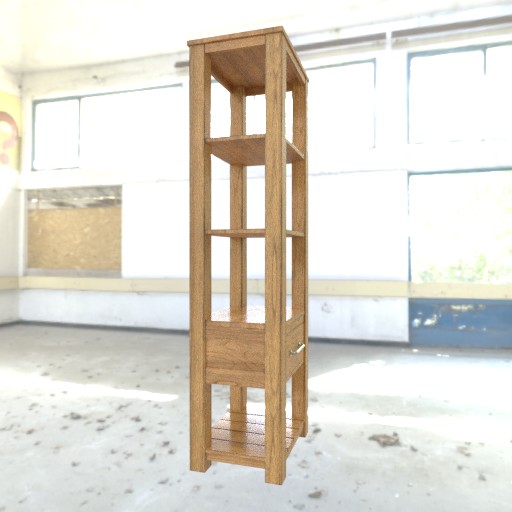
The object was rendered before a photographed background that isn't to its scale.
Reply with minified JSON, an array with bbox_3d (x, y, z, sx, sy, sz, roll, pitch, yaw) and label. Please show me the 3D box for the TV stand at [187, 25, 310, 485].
[{"bbox_3d":[0.000,0.000,2.082,0.435,1.828,0.565,0,0,18],"label":"TV stand"}]
